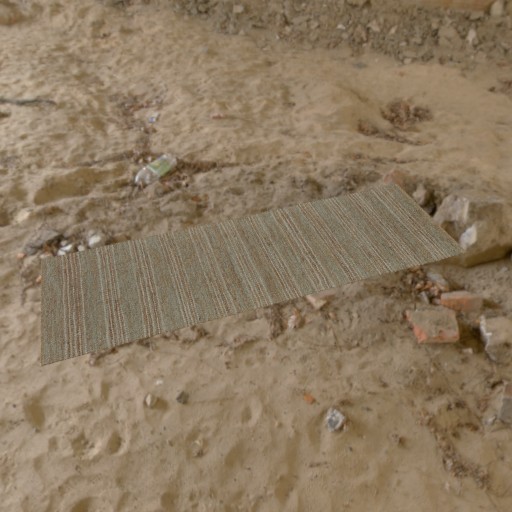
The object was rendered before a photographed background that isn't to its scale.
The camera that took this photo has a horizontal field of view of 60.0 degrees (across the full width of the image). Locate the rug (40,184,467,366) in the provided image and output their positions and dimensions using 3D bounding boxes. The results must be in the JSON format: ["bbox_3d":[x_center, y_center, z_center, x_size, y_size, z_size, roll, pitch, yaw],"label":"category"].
[{"bbox_3d":[0.000,0.000,2.665,2.438,0.006,0.783,-13,45,-14],"label":"rug"}]
